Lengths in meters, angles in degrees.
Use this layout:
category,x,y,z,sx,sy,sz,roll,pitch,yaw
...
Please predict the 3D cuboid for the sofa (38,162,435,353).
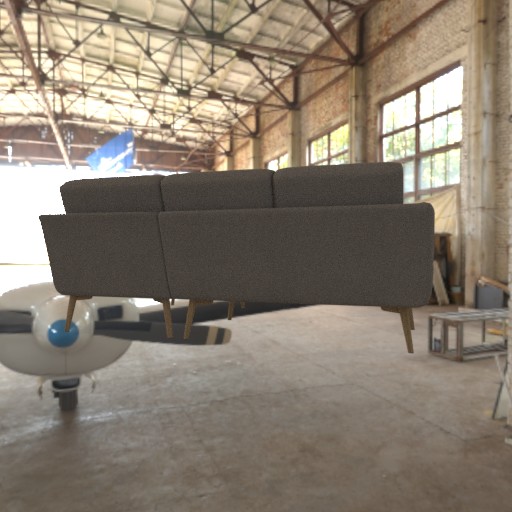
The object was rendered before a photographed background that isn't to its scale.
category,x,y,z,sx,sy,sz,roll,pitch,yaw
sofa,0.000,0.000,2.805,2.040,0.860,1.530,0,1,17
